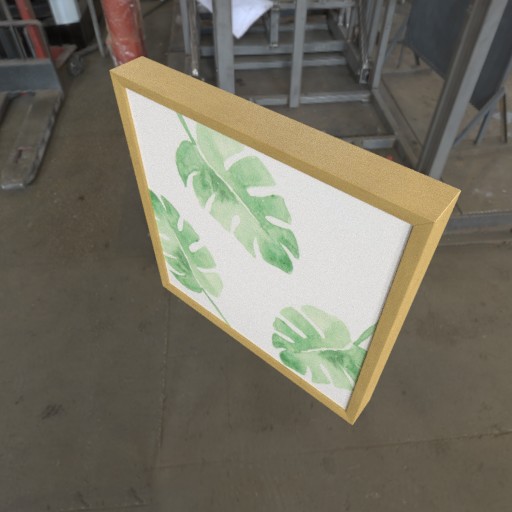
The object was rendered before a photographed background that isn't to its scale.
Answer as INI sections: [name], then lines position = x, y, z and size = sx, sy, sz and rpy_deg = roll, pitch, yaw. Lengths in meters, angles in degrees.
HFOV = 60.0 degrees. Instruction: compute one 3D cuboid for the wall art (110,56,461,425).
[wall art]
position = 0.000, 0.000, 0.447
size = 0.305, 0.305, 0.038
rpy_deg = 31, 55, 25
